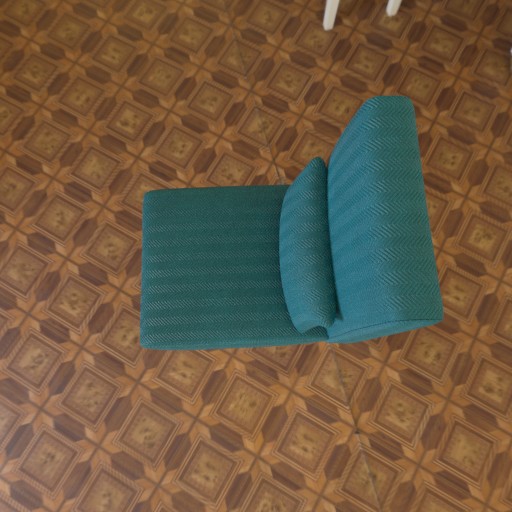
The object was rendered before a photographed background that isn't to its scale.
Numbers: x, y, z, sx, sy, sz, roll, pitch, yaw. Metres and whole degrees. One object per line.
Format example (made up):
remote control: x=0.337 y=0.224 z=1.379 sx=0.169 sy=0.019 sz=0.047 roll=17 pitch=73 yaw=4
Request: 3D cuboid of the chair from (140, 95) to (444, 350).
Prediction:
chair: x=0.000 y=0.000 z=1.455 sx=0.808 sy=0.927 sz=0.579 roll=-2 pitch=76 yaw=-1
